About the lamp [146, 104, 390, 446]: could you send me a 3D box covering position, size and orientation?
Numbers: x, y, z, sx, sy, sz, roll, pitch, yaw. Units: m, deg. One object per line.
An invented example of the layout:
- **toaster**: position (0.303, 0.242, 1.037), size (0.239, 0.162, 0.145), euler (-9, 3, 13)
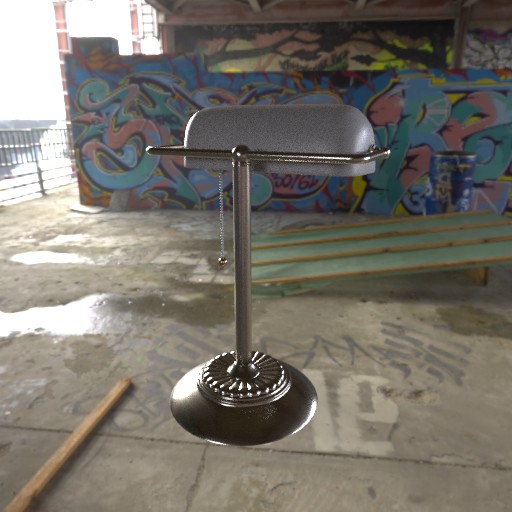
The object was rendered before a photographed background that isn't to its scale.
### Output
- **lamp**: position (0.000, 0.000, 0.520), size (0.264, 0.339, 0.243), euler (9, 19, 26)
